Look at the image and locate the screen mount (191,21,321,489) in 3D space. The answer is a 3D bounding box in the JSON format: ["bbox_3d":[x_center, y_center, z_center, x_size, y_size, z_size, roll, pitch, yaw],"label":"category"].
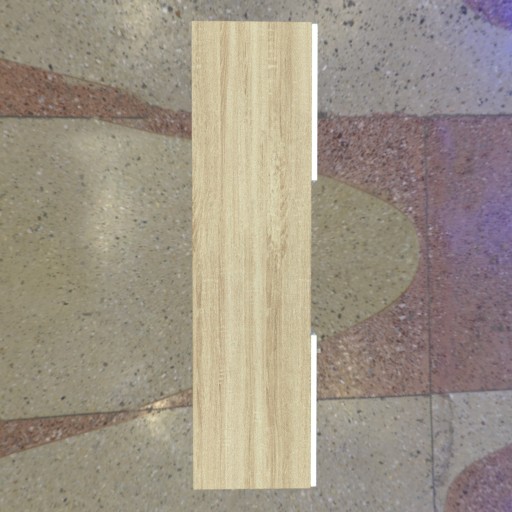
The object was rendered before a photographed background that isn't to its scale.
[{"bbox_3d":[0.000,0.000,1.706,0.420,0.570,1.500,0,91,-1],"label":"screen mount"}]
